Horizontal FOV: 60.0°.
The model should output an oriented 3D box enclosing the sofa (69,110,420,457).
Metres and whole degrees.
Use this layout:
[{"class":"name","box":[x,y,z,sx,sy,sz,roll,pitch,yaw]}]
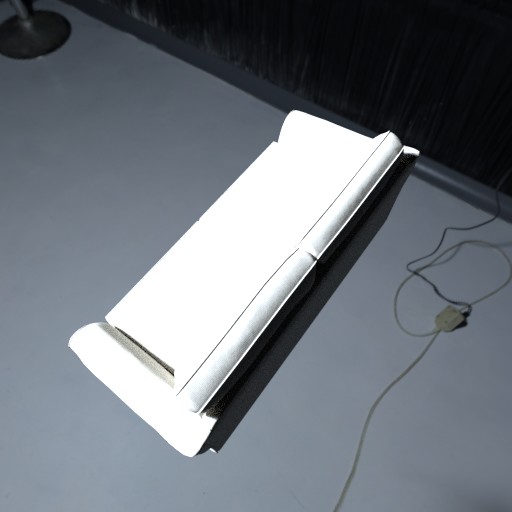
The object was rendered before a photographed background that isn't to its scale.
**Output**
[{"class":"sofa","box":[0.000,0.000,2.798,0.980,0.965,2.270,34,67,16]}]
